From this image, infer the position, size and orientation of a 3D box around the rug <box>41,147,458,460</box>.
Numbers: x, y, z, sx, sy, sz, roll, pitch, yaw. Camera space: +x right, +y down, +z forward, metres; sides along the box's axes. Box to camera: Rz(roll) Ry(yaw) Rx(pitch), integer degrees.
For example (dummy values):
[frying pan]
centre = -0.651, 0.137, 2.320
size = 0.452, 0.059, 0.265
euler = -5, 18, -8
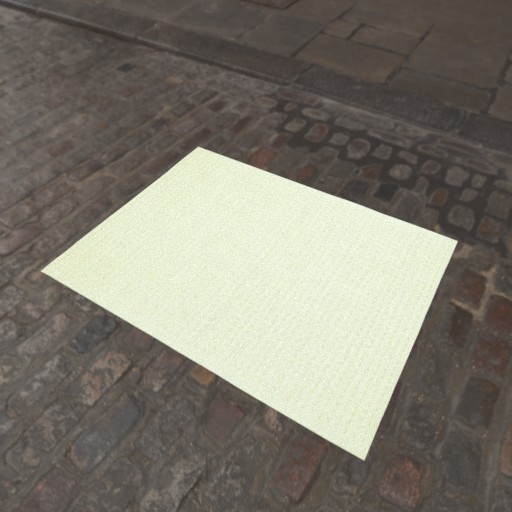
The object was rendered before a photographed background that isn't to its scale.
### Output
[rug]
centre = 0.000, 0.000, 4.243
size = 3.204, 0.016, 2.452
euler = 24, 51, 21
